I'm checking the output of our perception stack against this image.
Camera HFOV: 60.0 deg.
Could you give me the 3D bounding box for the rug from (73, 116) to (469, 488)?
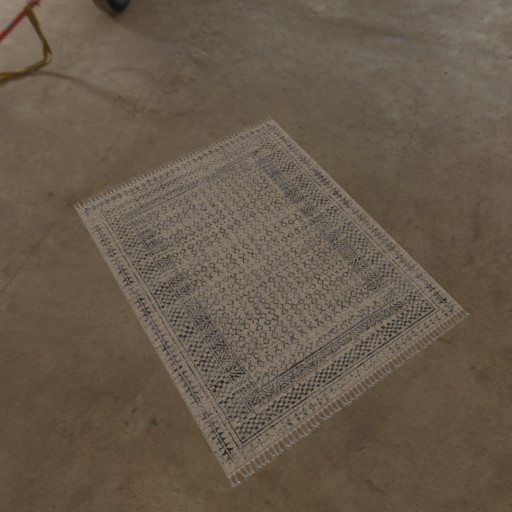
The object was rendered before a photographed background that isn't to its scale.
[{"bbox_3d":[0.000,0.000,3.957,2.312,0.013,2.940,-29,62,-17],"label":"rug"}]
